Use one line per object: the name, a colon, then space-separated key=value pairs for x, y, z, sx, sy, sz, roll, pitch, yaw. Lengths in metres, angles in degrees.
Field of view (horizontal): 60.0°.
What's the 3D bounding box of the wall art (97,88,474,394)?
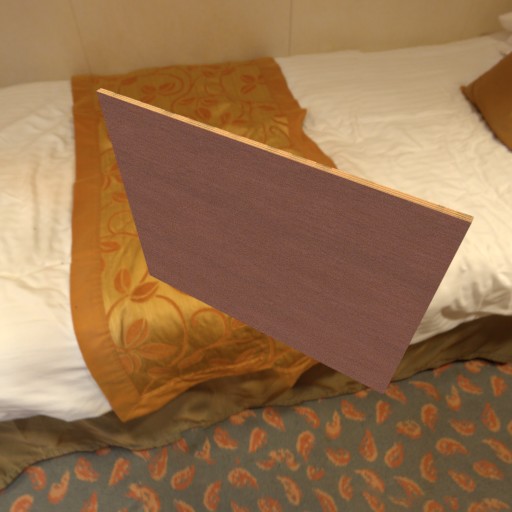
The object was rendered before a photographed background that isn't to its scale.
wall art: x=0.000 y=0.000 z=0.685 sx=0.508 sy=0.408 sz=0.010 roll=24 pitch=53 yaw=20
